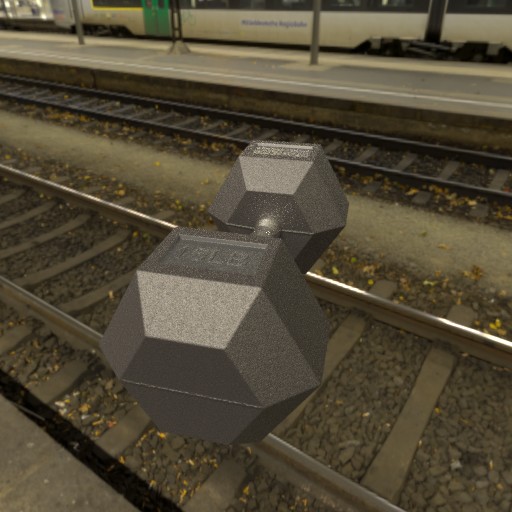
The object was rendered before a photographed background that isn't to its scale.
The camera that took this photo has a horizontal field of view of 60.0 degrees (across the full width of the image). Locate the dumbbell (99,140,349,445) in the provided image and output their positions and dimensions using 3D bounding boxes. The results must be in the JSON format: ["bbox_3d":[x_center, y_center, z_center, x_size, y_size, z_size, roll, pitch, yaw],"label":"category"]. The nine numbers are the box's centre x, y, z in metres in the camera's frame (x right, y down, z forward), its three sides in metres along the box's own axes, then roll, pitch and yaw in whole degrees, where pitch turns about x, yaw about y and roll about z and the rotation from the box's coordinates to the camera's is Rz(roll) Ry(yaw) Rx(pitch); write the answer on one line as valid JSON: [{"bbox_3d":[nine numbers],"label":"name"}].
[{"bbox_3d":[0.000,0.000,0.327,0.122,0.106,0.271,7,31,12],"label":"dumbbell"}]
